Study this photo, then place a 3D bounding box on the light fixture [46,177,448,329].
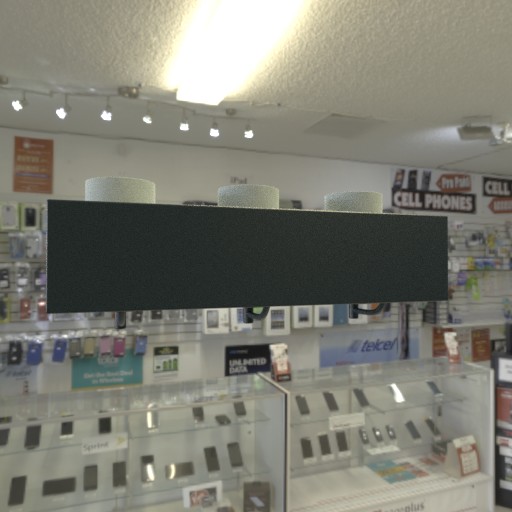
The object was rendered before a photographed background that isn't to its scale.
[{"bbox_3d":[0.000,0.000,0.544,0.451,0.172,0.145,0,-1,-18],"label":"light fixture"}]
